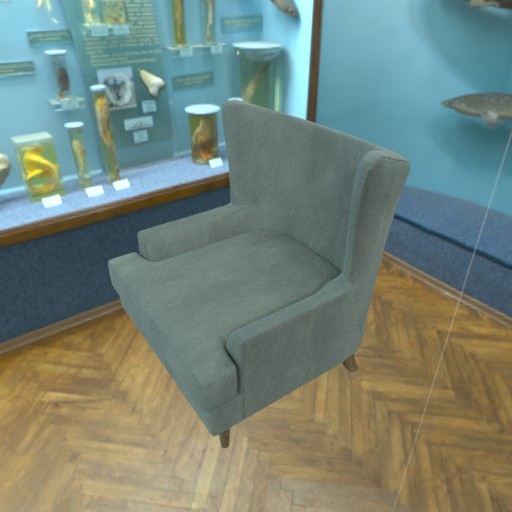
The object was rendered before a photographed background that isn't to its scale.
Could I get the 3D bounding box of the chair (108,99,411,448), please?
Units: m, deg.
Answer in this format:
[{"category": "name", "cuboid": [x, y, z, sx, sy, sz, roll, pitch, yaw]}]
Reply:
[{"category": "chair", "cuboid": [0.000, 0.000, 1.654, 0.906, 0.950, 0.784, -21, 38, -29]}]
